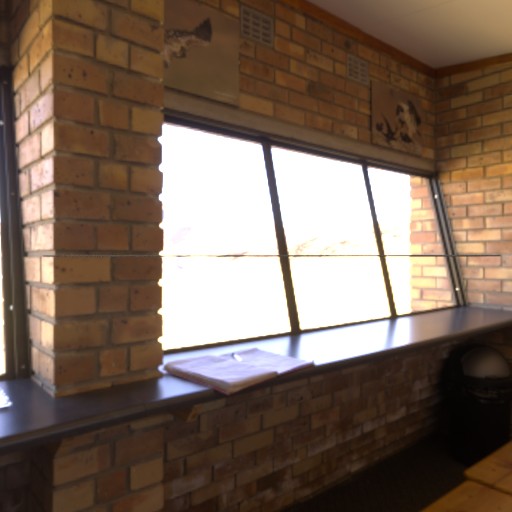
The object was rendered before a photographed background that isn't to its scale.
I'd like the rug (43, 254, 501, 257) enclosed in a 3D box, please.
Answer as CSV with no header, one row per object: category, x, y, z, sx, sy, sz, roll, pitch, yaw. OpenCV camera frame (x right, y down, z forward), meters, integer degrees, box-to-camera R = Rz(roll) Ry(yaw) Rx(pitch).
rug,0.000,0.000,2.432,2.275,0.009,0.684,0,0,18
